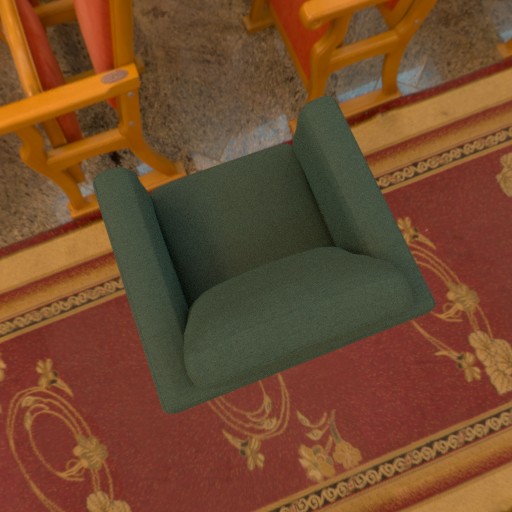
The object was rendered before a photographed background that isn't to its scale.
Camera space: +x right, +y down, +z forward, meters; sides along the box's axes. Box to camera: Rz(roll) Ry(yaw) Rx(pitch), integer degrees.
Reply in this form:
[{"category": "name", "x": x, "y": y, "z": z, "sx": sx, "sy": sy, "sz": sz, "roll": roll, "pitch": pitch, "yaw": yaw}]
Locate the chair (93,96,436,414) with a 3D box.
[{"category": "chair", "x": 0.000, "y": 0.000, "z": 1.574, "sx": 0.855, "sy": 0.927, "sz": 0.800, "roll": -20, "pitch": 76, "yaw": -5}]
